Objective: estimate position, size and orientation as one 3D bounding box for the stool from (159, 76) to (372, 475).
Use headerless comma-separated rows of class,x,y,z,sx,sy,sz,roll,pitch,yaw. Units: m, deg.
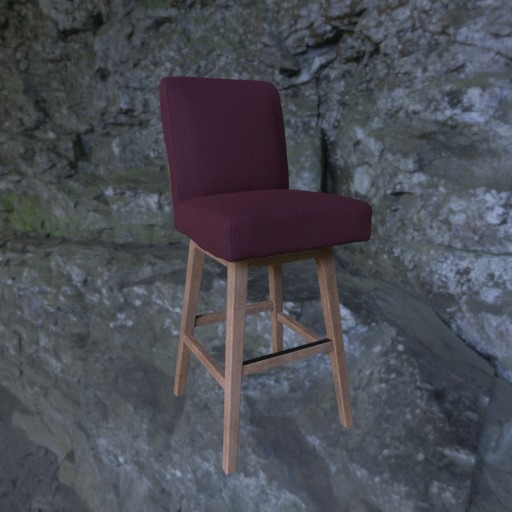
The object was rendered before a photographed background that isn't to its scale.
stool,0.000,0.000,1.404,0.468,1.093,0.562,-9,18,-27
